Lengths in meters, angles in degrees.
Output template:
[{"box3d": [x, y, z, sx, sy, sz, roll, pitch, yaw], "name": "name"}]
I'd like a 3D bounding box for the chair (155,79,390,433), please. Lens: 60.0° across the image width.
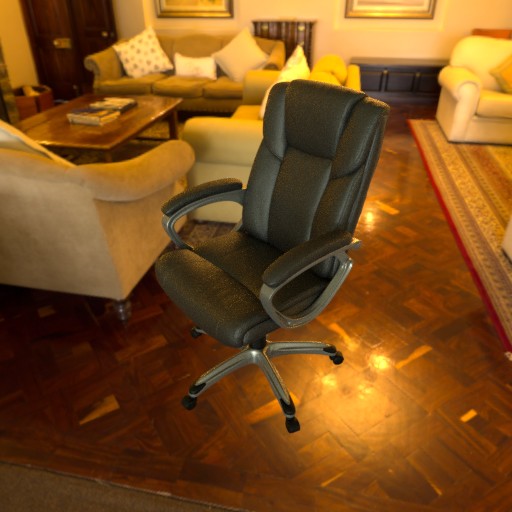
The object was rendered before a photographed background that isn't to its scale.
[{"box3d": [0.000, 0.000, 1.620, 0.719, 1.130, 0.721, -22, 38, -31], "name": "chair"}]
